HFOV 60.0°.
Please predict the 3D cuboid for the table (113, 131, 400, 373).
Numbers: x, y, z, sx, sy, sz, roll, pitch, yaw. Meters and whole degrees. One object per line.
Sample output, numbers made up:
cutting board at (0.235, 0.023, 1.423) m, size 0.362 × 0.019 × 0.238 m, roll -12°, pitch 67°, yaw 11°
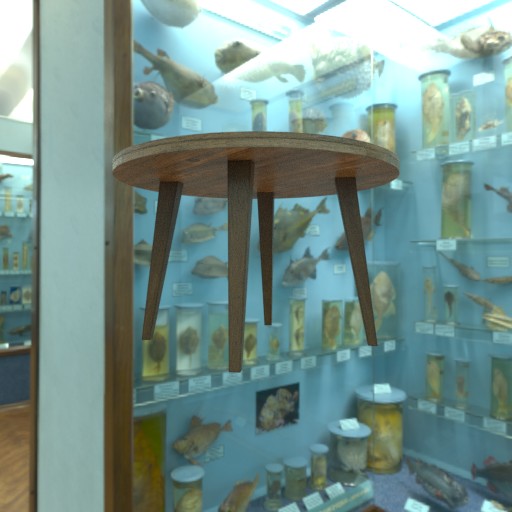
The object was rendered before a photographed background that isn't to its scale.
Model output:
table at (0.000, 0.000, 1.968) m, size 1.213 × 0.764 × 1.213 m, roll 0°, pitch 0°, yaw 0°
